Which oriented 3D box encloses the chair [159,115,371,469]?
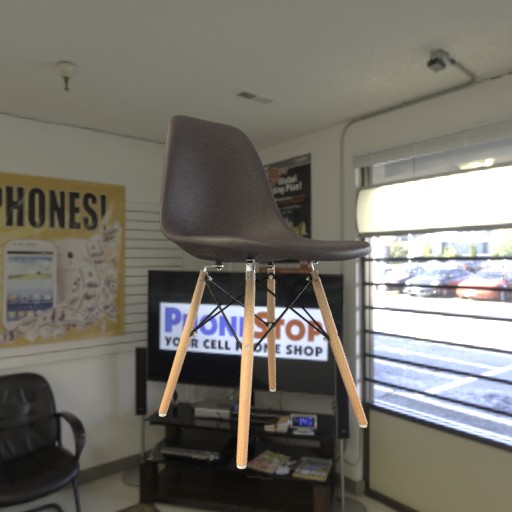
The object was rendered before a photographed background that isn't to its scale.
[{"bbox_3d":[0.000,0.000,1.126,0.470,0.825,0.533,0,-1,-36],"label":"chair"}]
